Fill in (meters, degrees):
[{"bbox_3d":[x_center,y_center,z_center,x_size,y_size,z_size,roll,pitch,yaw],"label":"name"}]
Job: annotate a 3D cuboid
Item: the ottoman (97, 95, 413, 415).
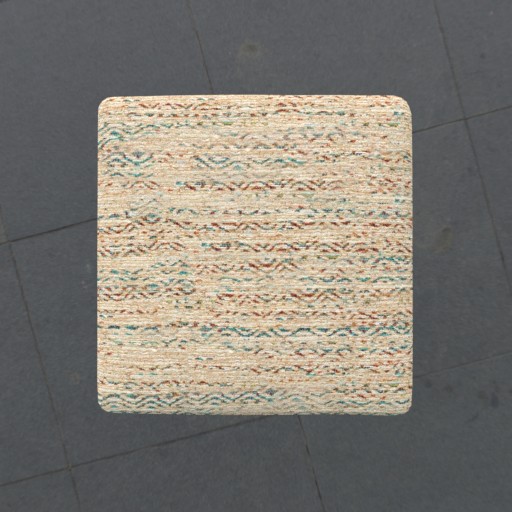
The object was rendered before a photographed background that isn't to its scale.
[{"bbox_3d":[0.000,0.000,0.895,0.512,0.453,0.521,0,90,1],"label":"ottoman"}]
